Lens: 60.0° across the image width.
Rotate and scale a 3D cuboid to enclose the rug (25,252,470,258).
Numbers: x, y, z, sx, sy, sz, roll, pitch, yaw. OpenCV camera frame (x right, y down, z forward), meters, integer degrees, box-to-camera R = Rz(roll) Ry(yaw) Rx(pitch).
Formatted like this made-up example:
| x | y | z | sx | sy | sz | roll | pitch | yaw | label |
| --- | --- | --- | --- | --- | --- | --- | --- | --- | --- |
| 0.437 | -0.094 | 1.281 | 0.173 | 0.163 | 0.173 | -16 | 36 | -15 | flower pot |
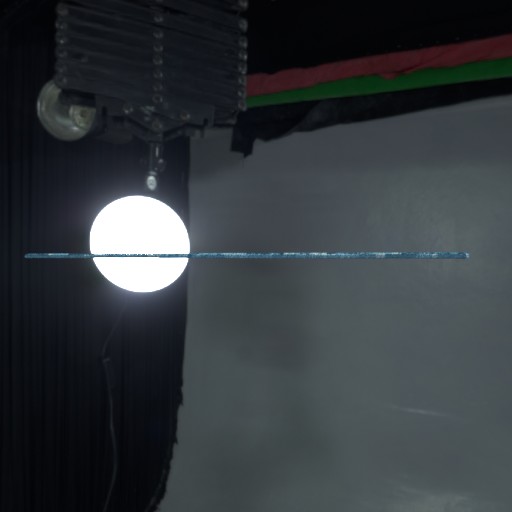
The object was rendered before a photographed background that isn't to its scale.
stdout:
| x | y | z | sx | sy | sz | roll | pitch | yaw | label |
| --- | --- | --- | --- | --- | --- | --- | --- | --- | --- |
| 0.000 | 0.000 | 2.990 | 2.450 | 0.027 | 1.540 | 0 | 0 | 19 | rug |
